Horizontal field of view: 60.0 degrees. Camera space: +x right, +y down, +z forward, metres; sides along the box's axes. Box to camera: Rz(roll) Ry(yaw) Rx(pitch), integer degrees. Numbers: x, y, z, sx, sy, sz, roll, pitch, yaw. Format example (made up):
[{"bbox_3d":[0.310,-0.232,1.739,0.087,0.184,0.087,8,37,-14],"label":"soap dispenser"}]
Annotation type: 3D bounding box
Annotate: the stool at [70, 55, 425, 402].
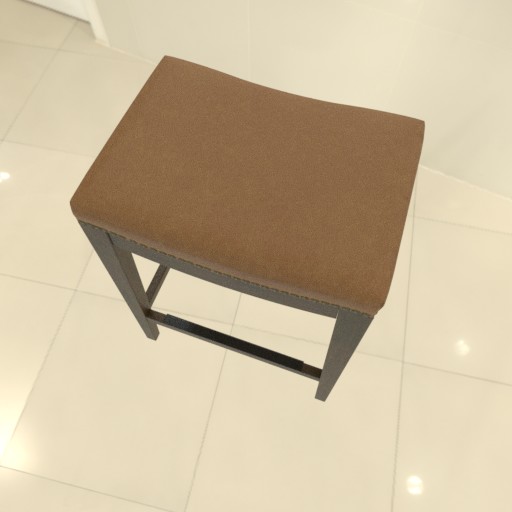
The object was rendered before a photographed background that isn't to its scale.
[{"bbox_3d":[0.000,0.000,0.955,0.500,0.660,0.361,18,65,9],"label":"stool"}]
